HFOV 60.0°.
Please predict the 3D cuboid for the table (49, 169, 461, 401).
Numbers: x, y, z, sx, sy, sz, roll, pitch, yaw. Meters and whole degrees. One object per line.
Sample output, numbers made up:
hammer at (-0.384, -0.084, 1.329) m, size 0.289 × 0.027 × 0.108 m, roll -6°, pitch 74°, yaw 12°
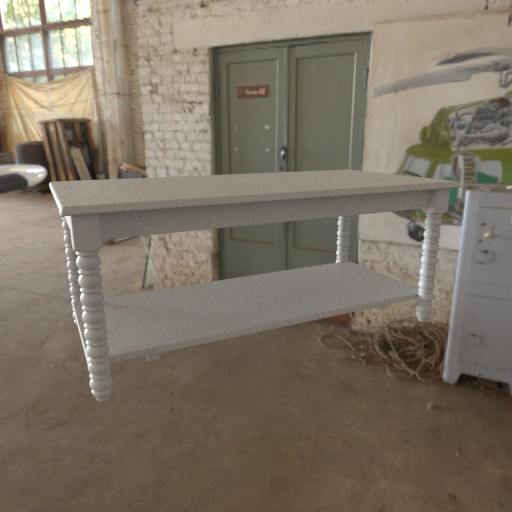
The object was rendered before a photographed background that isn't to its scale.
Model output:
table at (0.000, 0.000, 1.461) m, size 1.171 × 0.487 × 0.580 m, roll -7°, pitch 17°, yaw -25°
